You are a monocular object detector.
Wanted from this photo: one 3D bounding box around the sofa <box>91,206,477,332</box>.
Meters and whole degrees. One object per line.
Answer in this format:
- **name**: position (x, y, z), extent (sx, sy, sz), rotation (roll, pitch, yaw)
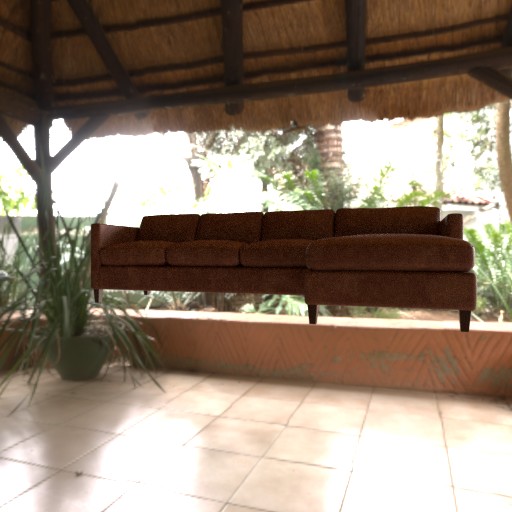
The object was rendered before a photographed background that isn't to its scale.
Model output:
- **sofa**: position (0.000, 0.000, 3.779), extent (3.203, 0.883, 1.581), rotation (0, 0, 19)
